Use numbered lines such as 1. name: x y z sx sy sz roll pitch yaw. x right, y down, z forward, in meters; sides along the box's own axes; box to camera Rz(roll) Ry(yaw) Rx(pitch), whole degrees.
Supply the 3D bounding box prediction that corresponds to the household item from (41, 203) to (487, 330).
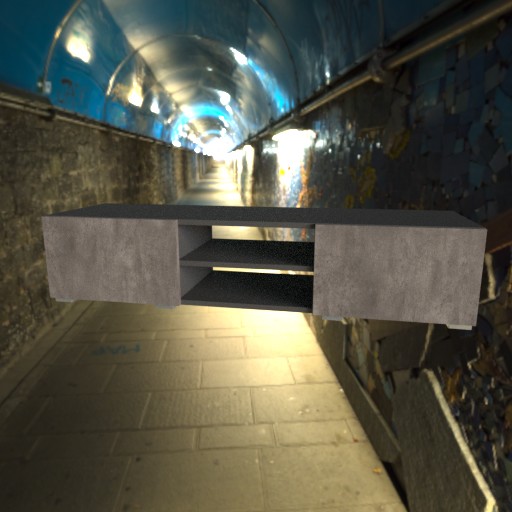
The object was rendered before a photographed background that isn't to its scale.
1. household item: 0.000 0.000 1.603 1.400 0.310 0.420 2 13 11
